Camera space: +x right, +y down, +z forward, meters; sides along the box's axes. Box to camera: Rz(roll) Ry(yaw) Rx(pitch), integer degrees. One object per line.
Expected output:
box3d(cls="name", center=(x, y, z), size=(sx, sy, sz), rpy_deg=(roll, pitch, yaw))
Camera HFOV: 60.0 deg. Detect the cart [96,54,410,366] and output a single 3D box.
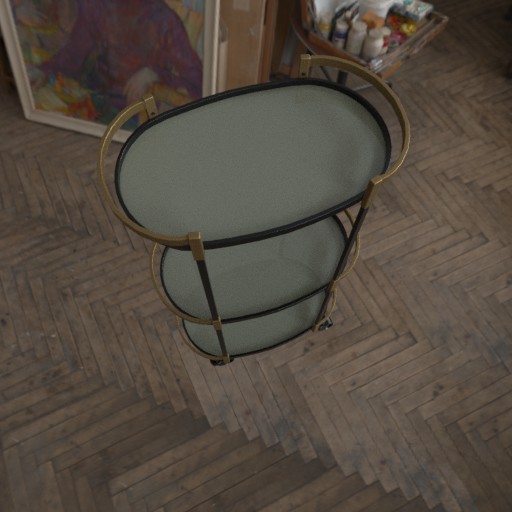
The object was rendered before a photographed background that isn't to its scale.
box3d(cls="cart", center=(0.000, 0.000, 1.115), size=(0.515, 0.885, 0.311), rpy_deg=(-18, 65, -8))
